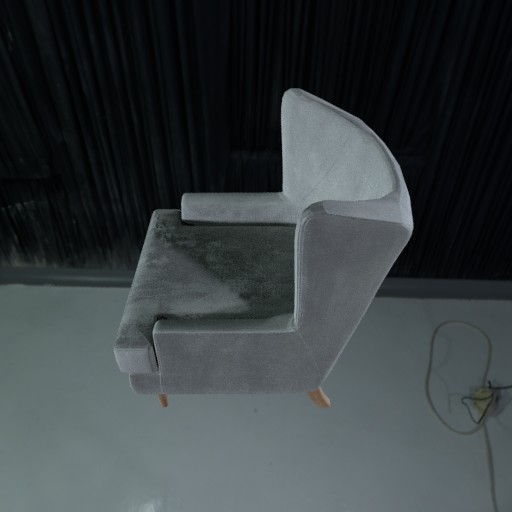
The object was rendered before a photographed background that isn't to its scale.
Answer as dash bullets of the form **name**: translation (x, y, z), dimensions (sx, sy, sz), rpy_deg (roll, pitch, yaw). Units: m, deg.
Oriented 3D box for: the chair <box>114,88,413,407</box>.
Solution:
- **chair**: translation (0.000, 0.000, 1.625), dimensions (0.906, 0.950, 0.784), rpy_deg (0, 41, 0)
